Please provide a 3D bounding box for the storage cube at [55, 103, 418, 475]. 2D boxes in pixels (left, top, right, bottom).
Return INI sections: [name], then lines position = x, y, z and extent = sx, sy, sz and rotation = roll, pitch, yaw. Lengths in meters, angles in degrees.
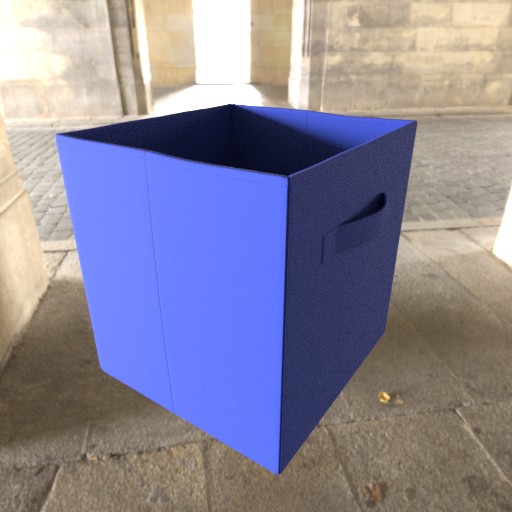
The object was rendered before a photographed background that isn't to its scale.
[storage cube]
position = 0.000, 0.000, 0.495
extent = 0.270, 0.280, 0.270
rotation = 17, 31, 31
